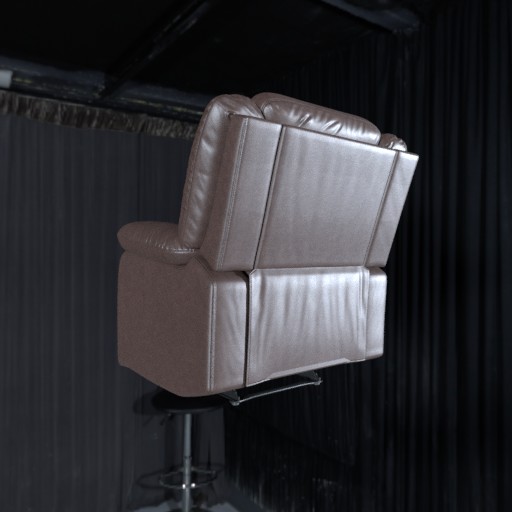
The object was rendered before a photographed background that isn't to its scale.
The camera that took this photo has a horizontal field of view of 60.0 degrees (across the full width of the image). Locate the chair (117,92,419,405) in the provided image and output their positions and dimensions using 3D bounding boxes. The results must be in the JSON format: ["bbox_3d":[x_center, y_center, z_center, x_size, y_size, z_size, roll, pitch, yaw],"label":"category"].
[{"bbox_3d":[0.000,0.000,1.736,0.899,1.009,0.934,0,1,-37],"label":"chair"}]
